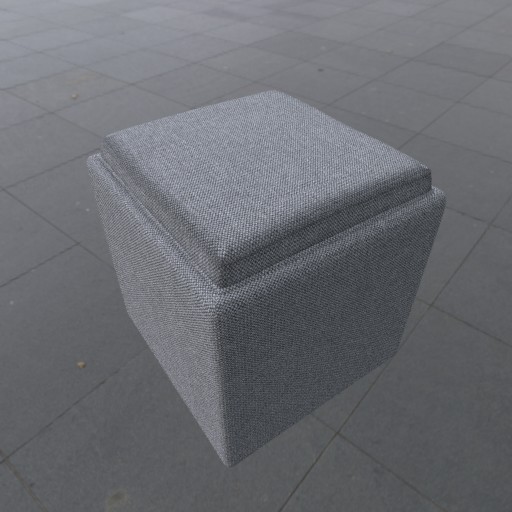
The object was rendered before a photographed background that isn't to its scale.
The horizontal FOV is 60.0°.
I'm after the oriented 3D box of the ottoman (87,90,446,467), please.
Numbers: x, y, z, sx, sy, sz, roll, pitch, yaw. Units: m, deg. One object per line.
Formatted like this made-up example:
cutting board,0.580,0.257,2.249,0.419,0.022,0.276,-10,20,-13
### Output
ottoman,0.000,0.000,0.857,0.436,0.487,0.454,-25,47,-26
